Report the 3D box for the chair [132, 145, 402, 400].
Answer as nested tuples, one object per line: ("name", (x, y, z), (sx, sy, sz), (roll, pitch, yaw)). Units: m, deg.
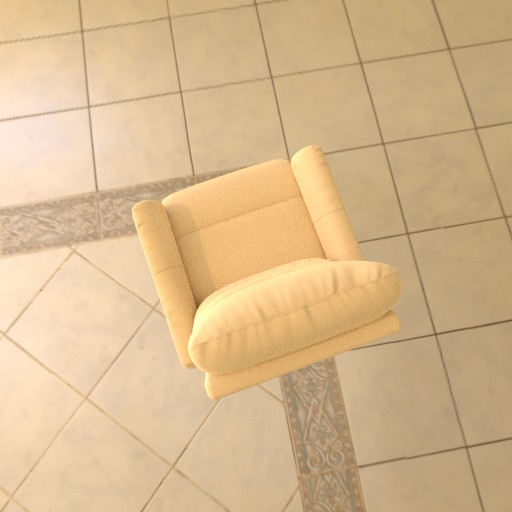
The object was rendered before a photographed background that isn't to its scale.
("chair", (0.000, 0.000, 1.635), (0.775, 1.082, 0.831), (-19, 77, -5))
